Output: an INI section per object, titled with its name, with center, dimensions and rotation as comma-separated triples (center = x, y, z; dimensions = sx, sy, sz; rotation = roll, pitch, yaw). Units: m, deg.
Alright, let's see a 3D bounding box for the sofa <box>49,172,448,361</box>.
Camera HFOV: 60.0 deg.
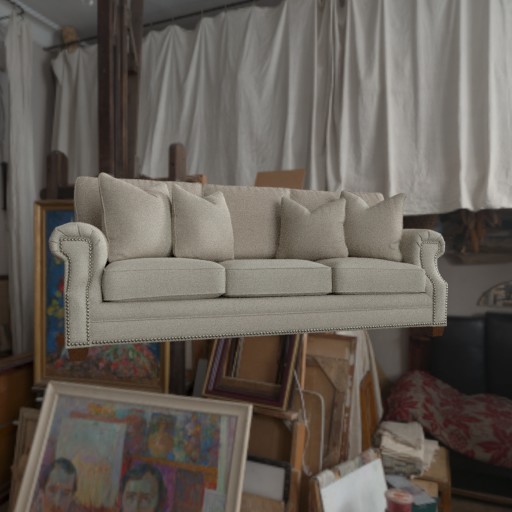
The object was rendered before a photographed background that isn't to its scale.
[sofa]
center = 0.000, 0.000, 2.803
dimensions = 2.312, 0.975, 0.965
rotation = 0, 0, -18
